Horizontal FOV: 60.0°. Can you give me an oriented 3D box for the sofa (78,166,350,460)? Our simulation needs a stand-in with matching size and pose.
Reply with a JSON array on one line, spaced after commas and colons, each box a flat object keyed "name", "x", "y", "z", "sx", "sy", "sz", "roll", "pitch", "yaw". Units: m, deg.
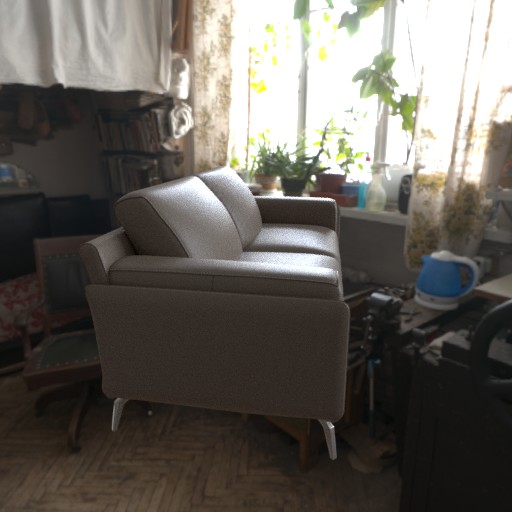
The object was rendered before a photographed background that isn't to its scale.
[{"name": "sofa", "x": 0.000, "y": 0.000, "z": 2.504, "sx": 1.049, "sy": 0.930, "sz": 2.101, "roll": 3, "pitch": 16, "yaw": 9}]
